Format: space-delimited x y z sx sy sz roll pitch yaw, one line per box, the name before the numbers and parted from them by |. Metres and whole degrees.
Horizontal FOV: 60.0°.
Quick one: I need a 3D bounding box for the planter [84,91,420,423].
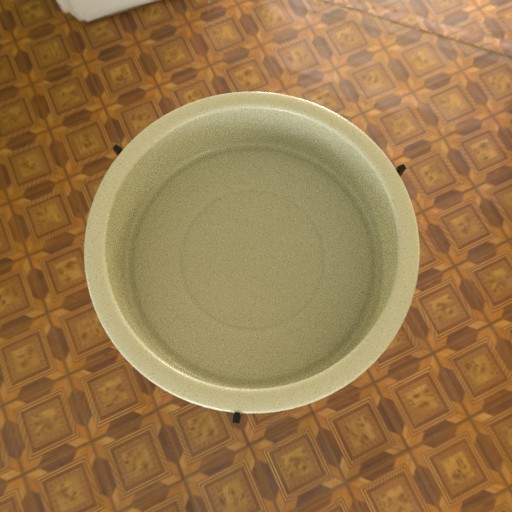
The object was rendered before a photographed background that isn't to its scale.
planter | 0.000 0.000 0.524 0.345 0.171 0.336 -25 76 -6
